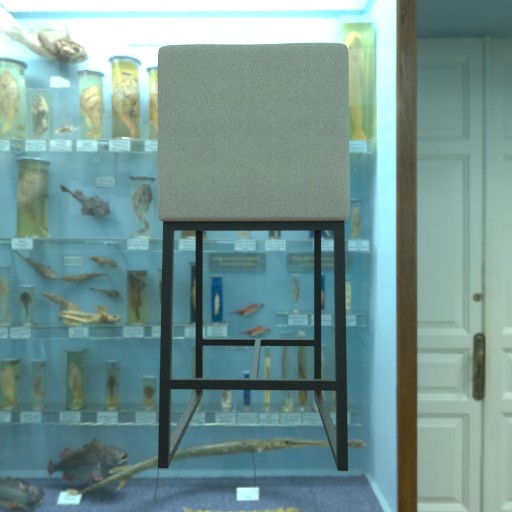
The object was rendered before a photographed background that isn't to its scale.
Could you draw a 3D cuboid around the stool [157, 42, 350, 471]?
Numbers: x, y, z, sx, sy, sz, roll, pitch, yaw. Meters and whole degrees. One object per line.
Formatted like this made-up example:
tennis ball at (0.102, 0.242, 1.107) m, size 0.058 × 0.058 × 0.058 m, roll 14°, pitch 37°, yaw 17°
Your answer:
stool at (0.000, 0.000, 1.279) m, size 0.459 × 0.971 × 0.567 m, roll 0°, pitch 0°, yaw 2°
